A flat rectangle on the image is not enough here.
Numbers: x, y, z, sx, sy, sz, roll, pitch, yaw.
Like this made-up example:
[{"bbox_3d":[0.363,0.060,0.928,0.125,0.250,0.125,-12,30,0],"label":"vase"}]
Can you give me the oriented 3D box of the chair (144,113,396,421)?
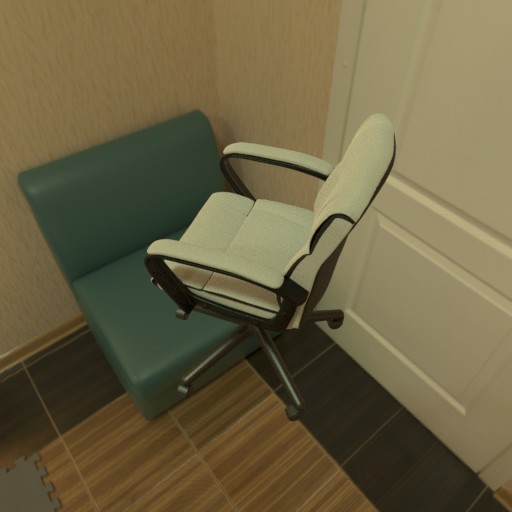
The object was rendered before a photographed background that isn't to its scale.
[{"bbox_3d":[0.000,0.000,1.510,0.717,1.004,0.739,17,50,15],"label":"chair"}]
